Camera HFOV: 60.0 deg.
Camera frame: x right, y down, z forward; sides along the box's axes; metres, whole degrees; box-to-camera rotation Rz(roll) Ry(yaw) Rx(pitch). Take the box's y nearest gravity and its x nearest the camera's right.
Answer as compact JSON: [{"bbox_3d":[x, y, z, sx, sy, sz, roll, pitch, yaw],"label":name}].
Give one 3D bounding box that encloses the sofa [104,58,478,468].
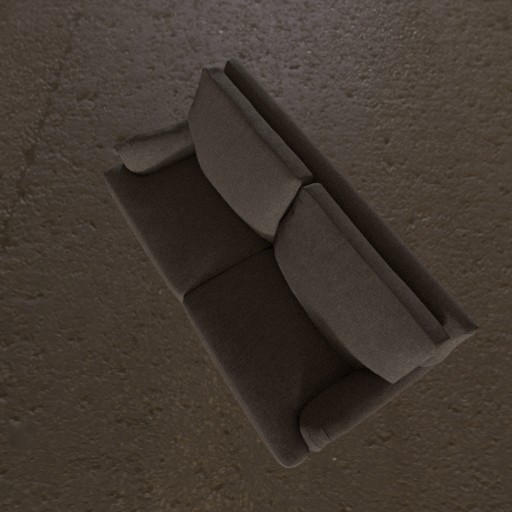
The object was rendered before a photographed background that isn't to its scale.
[{"bbox_3d":[0.000,0.000,2.675,1.087,1.054,2.160,-31,68,-14],"label":"sofa"}]
